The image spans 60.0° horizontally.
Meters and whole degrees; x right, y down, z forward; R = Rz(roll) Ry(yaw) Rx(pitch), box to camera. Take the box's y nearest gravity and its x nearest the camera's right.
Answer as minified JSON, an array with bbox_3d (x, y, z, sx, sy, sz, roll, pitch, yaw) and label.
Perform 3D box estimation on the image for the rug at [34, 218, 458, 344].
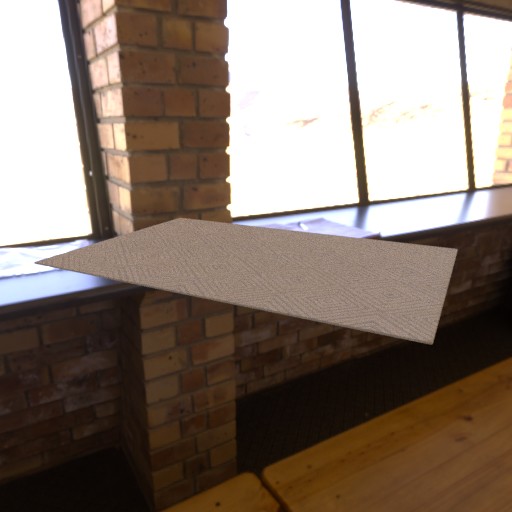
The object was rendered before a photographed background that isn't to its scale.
[{"bbox_3d":[0.000,0.000,2.180,1.753,0.008,1.143,8,19,26],"label":"rug"}]
